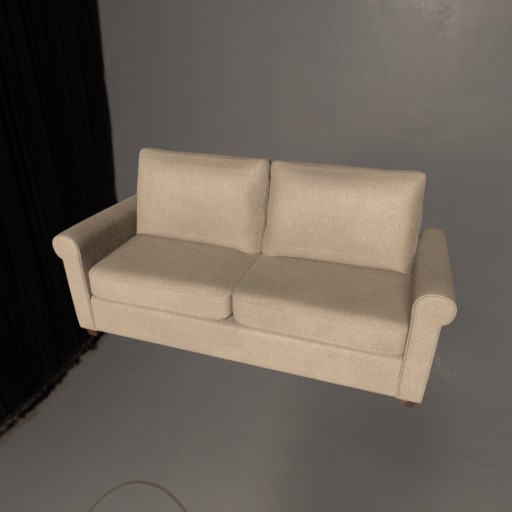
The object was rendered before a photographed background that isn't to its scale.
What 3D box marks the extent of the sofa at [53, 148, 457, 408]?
[{"bbox_3d":[0.000,0.000,2.408,1.935,0.942,0.842,9,28,16],"label":"sofa"}]
